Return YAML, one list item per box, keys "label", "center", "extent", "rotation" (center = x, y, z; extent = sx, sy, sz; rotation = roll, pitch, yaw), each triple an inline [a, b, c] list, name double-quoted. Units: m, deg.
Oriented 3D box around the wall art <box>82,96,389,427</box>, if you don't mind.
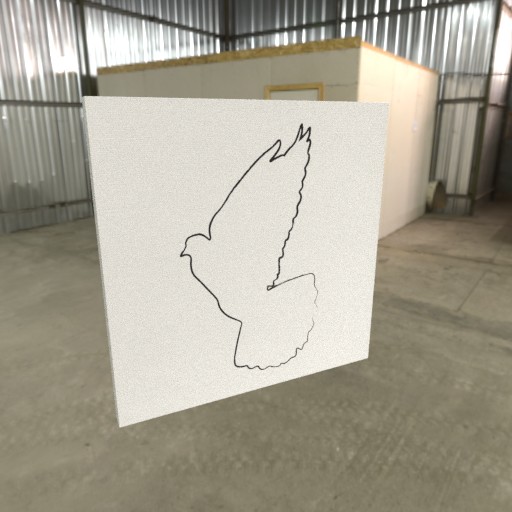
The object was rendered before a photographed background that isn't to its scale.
- label: "wall art"
  center: [0.000, 0.000, 0.919]
  extent: [0.610, 0.610, 0.038]
  rotation: [-8, 19, -25]
